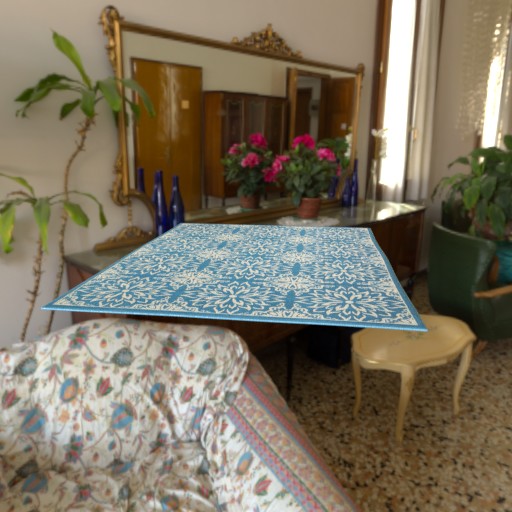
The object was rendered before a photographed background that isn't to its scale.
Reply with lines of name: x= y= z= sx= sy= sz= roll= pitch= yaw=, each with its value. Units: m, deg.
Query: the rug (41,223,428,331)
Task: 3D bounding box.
rug: x=0.000 y=0.000 z=4.040 sx=2.350 sy=0.018 sz=2.964 roll=2 pitch=15 yaw=8
